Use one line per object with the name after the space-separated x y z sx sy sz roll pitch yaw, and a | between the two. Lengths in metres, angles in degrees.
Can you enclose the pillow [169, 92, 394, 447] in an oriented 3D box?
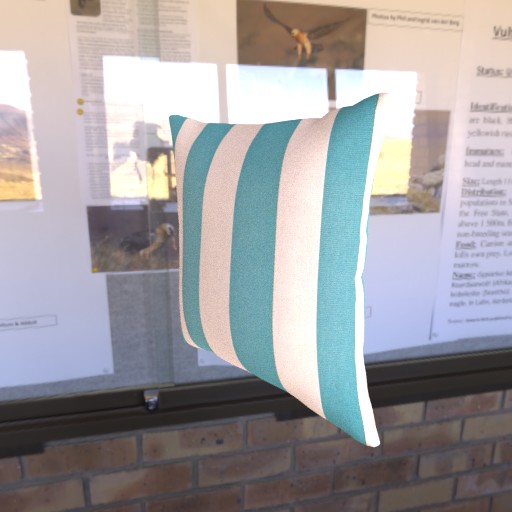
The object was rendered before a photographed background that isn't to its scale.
0.000 0.000 0.812 0.189 0.526 0.536 -13 19 -43 | pillow
